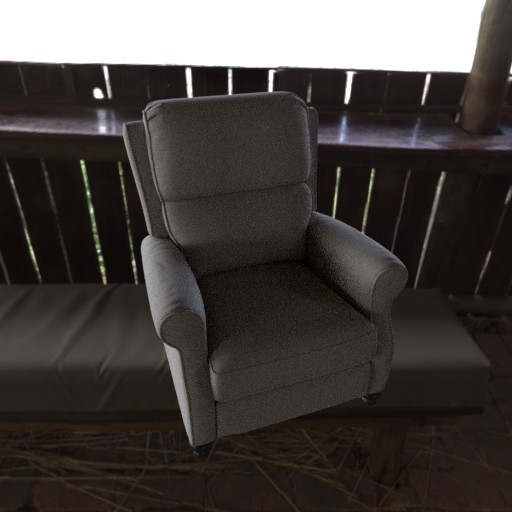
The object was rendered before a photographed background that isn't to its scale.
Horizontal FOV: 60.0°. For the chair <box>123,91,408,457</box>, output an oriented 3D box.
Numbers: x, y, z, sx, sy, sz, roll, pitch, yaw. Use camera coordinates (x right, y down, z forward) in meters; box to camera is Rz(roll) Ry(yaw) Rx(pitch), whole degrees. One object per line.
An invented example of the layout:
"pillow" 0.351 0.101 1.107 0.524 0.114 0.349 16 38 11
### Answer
"chair" 0.000 0.000 1.705 0.859 1.046 0.919 -10 33 -16
